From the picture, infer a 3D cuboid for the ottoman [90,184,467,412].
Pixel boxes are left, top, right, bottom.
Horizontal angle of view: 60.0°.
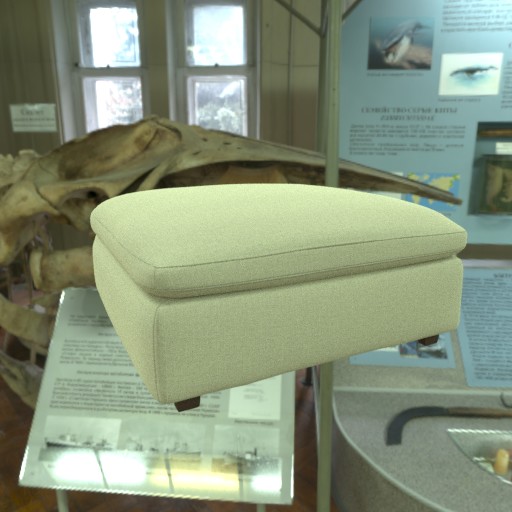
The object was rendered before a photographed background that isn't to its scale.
[{"bbox_3d":[0.000,0.000,1.536,0.996,0.467,0.977,-7,15,-26],"label":"ottoman"}]
